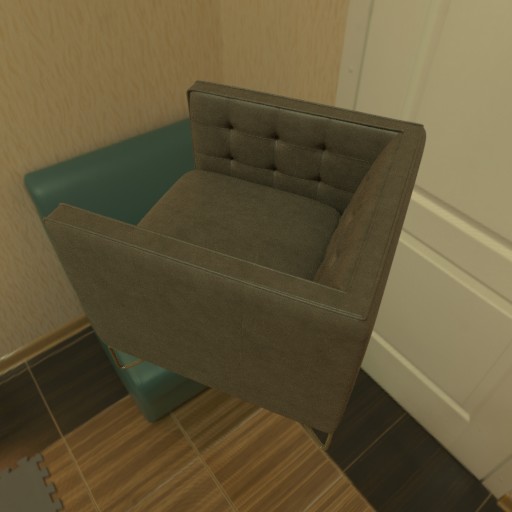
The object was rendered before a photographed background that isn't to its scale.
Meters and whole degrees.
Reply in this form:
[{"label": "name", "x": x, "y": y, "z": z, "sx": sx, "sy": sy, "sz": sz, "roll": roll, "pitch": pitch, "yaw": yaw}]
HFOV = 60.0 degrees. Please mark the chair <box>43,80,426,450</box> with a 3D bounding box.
[{"label": "chair", "x": 0.000, "y": 0.000, "z": 1.584, "sx": 0.894, "sy": 0.790, "sz": 0.880, "roll": 17, "pitch": 49, "yaw": 15}]
